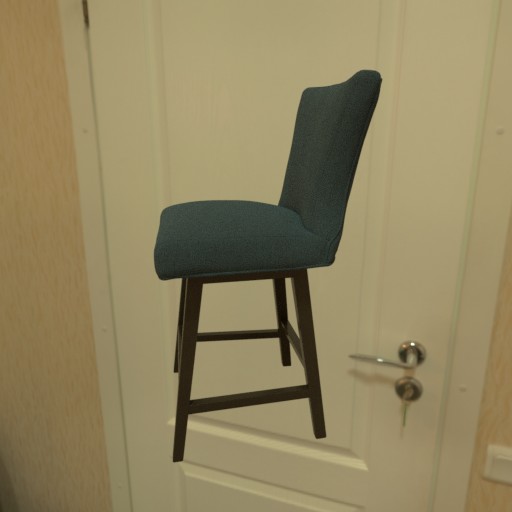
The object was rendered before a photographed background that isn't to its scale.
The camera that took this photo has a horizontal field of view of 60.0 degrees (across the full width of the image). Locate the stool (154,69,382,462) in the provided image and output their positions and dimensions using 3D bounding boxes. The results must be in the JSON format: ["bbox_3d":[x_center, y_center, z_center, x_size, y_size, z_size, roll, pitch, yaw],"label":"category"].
[{"bbox_3d":[0.000,0.000,1.338,0.574,1.000,0.514,-3,16,-9],"label":"stool"}]
